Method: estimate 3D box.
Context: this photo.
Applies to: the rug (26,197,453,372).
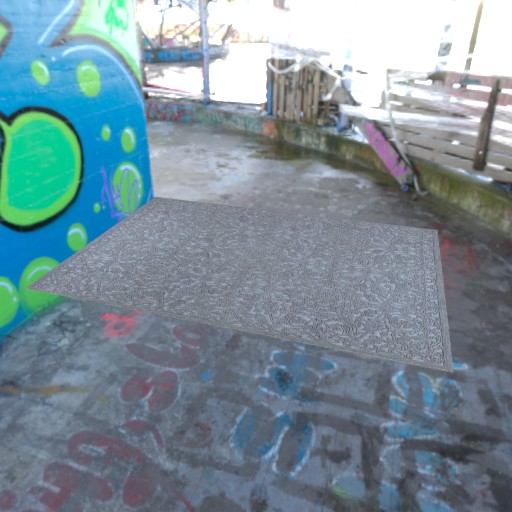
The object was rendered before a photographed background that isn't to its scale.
[{"bbox_3d":[0.000,0.000,2.304,1.827,0.006,1.221,8,29,15],"label":"rug"}]
